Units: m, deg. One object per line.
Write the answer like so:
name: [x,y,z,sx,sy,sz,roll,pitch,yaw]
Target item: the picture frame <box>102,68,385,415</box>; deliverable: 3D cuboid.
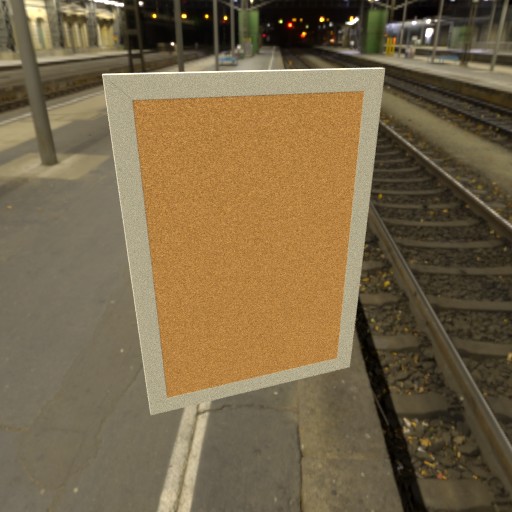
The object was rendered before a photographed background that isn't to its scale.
picture frame: [0.000,0.000,0.594,0.326,0.459,0.011,-9,27,-17]
